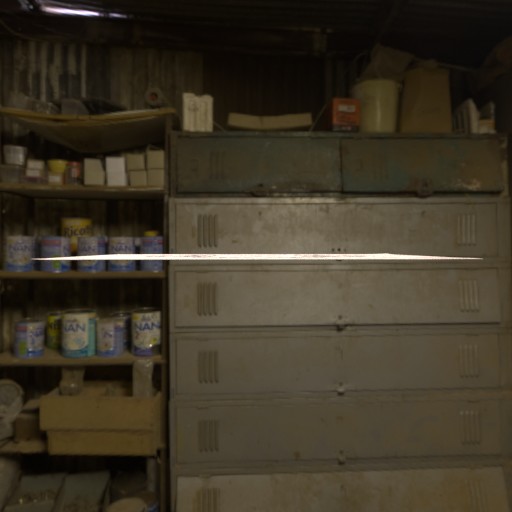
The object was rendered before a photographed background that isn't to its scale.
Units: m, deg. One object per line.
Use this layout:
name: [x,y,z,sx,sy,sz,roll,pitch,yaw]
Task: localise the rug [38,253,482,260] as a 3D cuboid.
rug: [0.000,0.000,2.375,1.813,0.008,1.223,0,1,-2]
